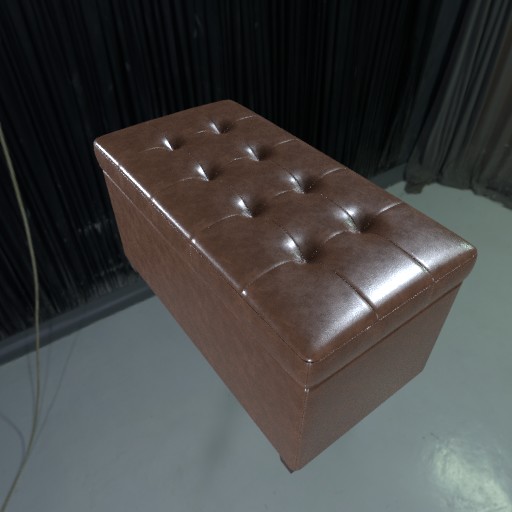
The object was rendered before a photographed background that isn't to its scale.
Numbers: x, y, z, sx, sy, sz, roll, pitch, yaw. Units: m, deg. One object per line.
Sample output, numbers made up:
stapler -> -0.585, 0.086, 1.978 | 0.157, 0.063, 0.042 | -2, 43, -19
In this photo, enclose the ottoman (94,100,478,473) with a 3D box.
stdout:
ottoman -> 0.000, 0.000, 1.110 | 0.432, 0.470, 0.838 | -27, 49, -26
